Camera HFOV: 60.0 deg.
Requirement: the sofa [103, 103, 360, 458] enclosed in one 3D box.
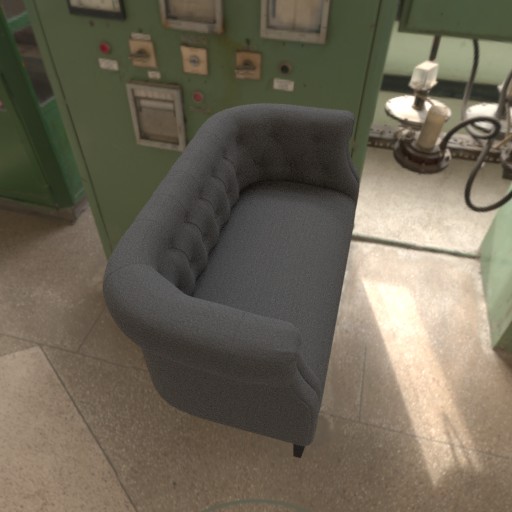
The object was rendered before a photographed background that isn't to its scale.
[{"bbox_3d":[0.000,0.000,2.065,0.835,0.827,1.558,11,46,11],"label":"sofa"}]
